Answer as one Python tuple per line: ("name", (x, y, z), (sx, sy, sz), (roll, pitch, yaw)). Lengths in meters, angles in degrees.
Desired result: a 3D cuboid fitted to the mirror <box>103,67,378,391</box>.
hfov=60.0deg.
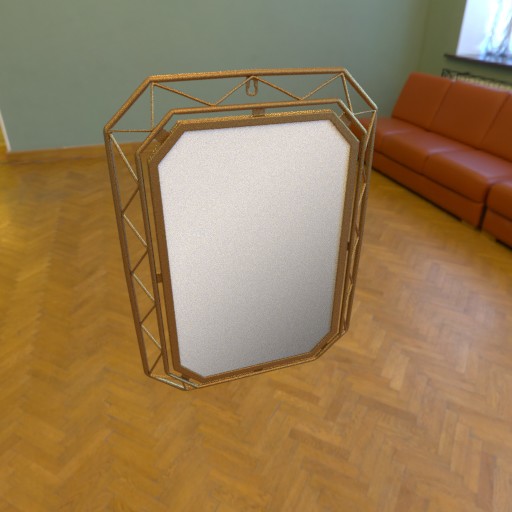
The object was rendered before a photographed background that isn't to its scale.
("mirror", (0.000, 0.000, 0.728), (0.417, 0.566, 0.042), (-9, 31, -16))
